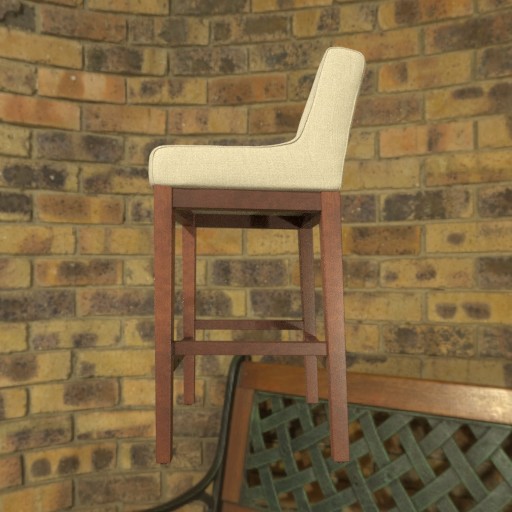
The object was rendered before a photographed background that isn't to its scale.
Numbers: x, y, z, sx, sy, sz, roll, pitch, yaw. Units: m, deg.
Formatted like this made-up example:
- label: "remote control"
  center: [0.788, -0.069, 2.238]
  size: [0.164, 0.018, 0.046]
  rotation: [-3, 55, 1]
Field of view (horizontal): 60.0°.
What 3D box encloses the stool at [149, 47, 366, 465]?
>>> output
- label: "stool"
  center: [0.000, 0.000, 1.224]
  size: [0.500, 0.937, 0.511]
  rotation: [0, -2, -1]
